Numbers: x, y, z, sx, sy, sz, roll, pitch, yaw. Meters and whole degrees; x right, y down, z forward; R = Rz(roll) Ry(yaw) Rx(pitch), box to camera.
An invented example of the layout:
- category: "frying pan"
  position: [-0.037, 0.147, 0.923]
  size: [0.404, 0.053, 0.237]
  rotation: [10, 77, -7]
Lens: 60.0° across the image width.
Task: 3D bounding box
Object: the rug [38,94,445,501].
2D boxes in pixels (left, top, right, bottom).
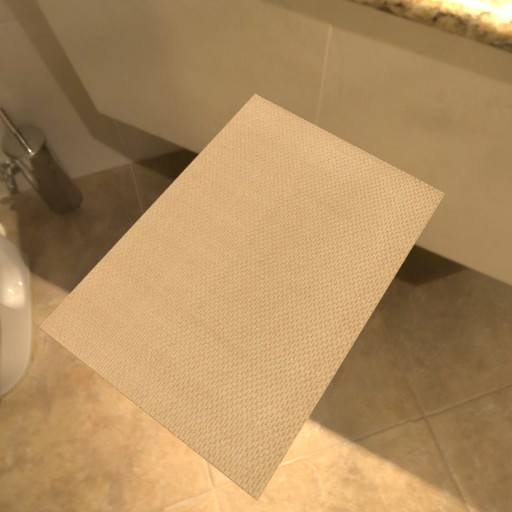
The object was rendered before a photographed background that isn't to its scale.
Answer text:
- category: "rug"
  position: [0.000, 0.000, 2.701]
  size: [1.509, 0.013, 2.144]
  rotation: [32, 69, 14]
